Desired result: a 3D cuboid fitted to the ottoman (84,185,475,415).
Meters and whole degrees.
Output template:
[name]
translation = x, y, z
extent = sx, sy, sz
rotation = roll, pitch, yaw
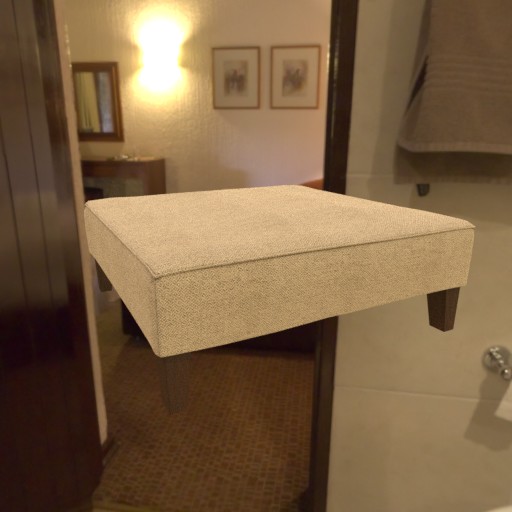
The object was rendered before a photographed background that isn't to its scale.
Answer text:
[ottoman]
translation = 0.000, 0.000, 1.537
extent = 0.982, 0.381, 0.973
rotation = -8, 18, -27
